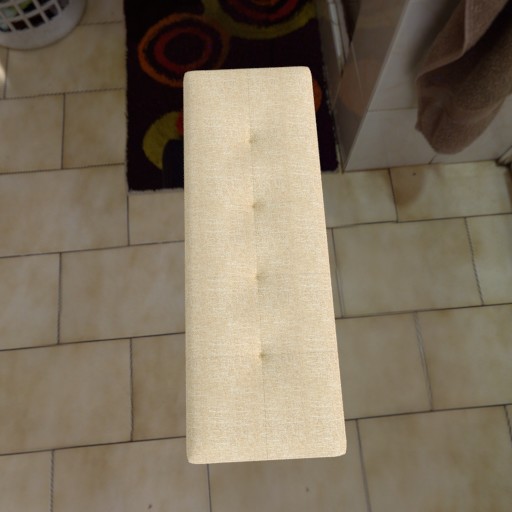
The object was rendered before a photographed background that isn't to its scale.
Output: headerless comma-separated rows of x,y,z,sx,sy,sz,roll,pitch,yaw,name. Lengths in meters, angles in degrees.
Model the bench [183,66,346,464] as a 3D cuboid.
0.000,0.000,1.497,0.432,0.406,1.219,-3,75,-1,bench
